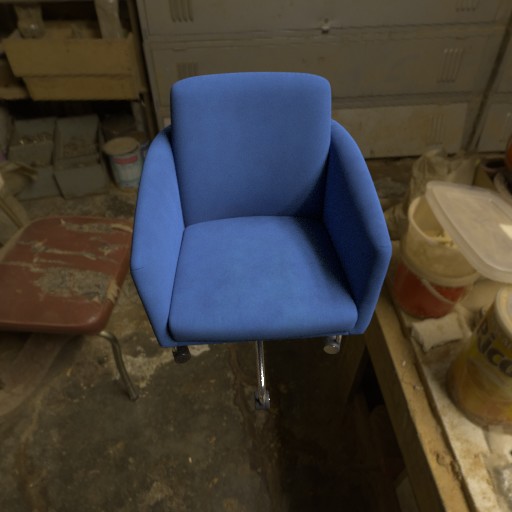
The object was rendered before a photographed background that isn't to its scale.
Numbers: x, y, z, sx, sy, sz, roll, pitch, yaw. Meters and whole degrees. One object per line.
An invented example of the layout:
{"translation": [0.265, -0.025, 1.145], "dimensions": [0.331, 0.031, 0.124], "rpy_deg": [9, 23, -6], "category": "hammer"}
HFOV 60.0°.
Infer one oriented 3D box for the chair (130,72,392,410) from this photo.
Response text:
{"translation": [0.000, 0.000, 1.374], "dimensions": [0.641, 0.908, 0.635], "rpy_deg": [-3, 45, -3], "category": "chair"}
